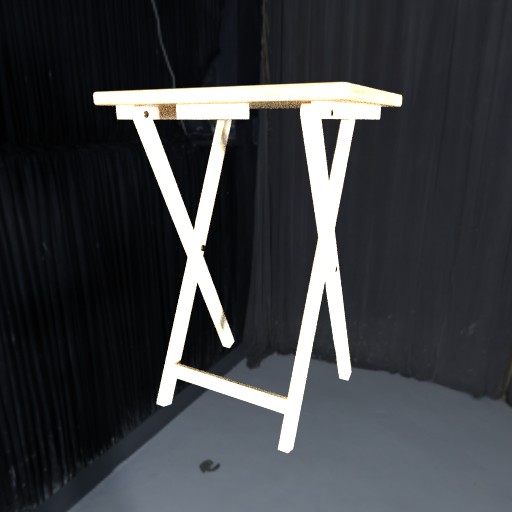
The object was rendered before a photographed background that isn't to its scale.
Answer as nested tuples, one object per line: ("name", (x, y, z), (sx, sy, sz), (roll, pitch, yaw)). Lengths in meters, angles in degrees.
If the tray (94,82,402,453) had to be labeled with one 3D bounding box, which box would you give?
("tray", (0.000, 0.000, 0.959), (0.483, 0.660, 0.381), (9, 19, 27))
